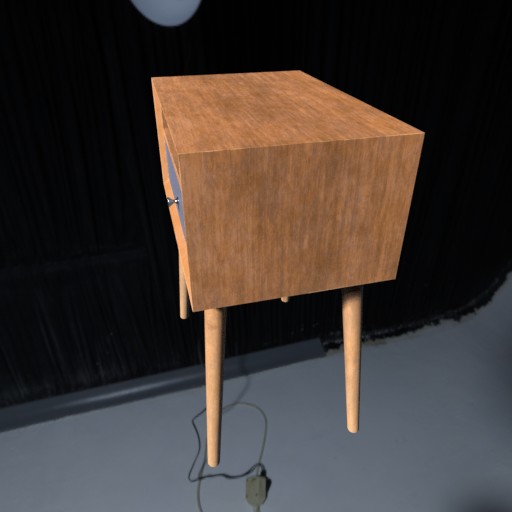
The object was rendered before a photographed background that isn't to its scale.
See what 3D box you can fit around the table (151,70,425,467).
[{"bbox_3d":[0.000,0.000,0.849,0.307,0.580,0.454,-8,33,-13],"label":"table"}]
